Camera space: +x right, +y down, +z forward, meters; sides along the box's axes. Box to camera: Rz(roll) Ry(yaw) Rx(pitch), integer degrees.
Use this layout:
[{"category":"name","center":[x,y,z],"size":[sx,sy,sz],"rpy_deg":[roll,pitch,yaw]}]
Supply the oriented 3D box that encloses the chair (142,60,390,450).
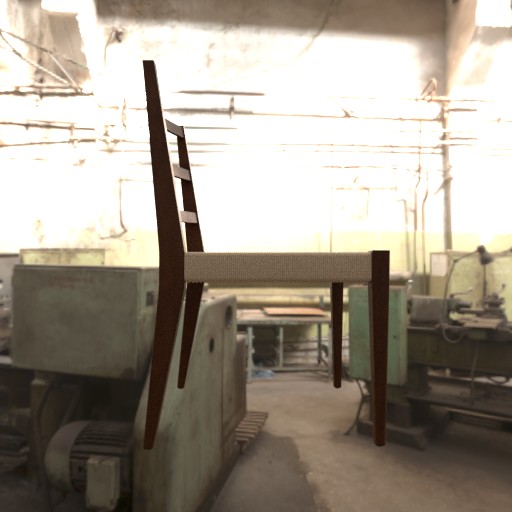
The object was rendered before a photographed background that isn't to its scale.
[{"category":"chair","center":[0.000,0.000,1.158],"size":[0.551,0.813,0.480],"rpy_deg":[0,-1,-1]}]
